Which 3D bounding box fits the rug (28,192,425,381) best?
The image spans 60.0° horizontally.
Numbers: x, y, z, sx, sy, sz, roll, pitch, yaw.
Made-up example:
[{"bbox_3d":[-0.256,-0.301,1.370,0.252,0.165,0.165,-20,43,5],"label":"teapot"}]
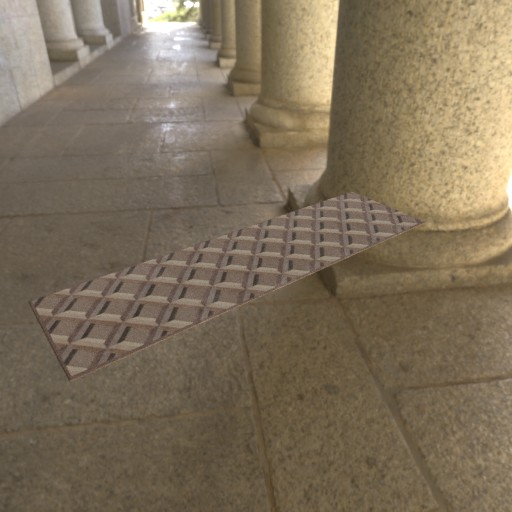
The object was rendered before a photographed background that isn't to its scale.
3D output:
[{"bbox_3d":[0.000,0.000,2.685,2.437,0.013,0.685,-21,37,-31],"label":"rug"}]
